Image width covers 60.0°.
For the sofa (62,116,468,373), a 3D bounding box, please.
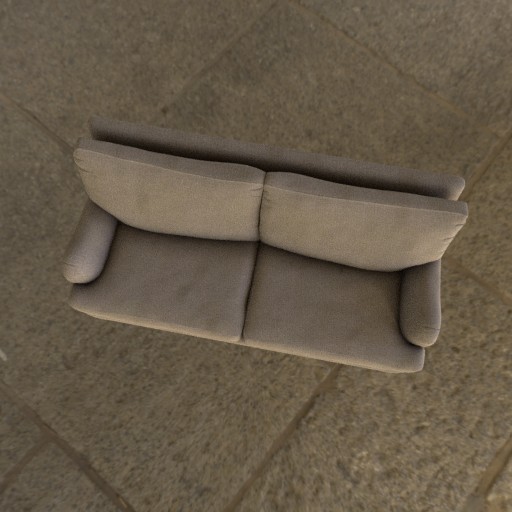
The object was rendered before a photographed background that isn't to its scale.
[{"bbox_3d":[0.000,0.000,2.744,2.193,1.096,1.069,10,75,3],"label":"sofa"}]
